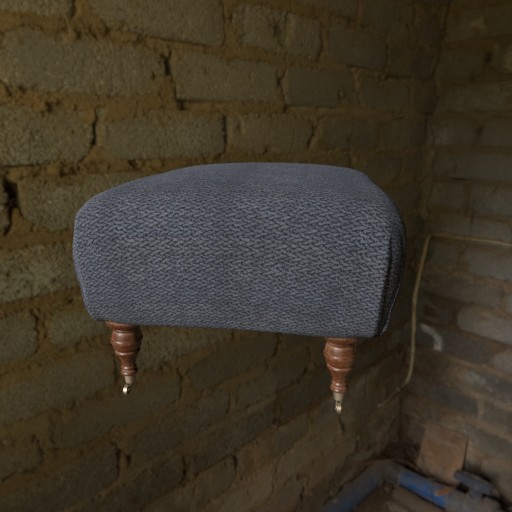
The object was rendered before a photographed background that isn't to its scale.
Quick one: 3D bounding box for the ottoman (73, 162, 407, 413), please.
[{"bbox_3d":[0.000,0.000,1.125,0.622,0.450,0.747,2,15,8],"label":"ottoman"}]
